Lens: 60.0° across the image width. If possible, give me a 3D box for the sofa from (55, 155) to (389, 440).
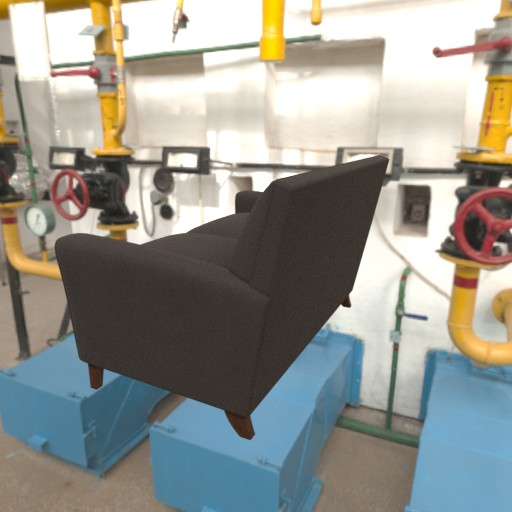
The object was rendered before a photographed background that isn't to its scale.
[{"bbox_3d":[0.000,0.000,1.998,0.871,0.846,1.420,8,18,25],"label":"sofa"}]
